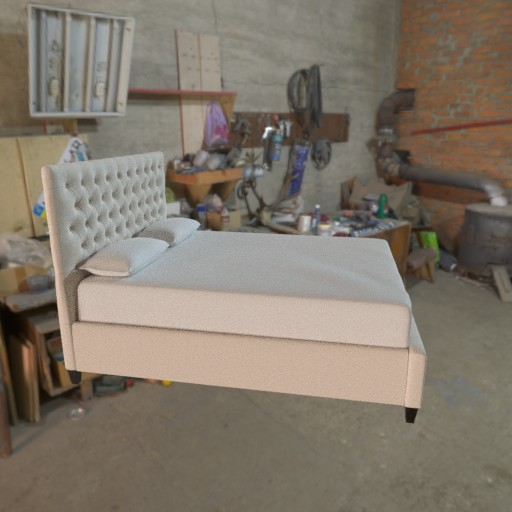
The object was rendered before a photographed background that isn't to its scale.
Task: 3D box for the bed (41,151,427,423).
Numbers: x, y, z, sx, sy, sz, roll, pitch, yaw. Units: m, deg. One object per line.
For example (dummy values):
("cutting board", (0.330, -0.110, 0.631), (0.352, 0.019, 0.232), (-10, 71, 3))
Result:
("bed", (0.000, 0.000, 3.316), (2.233, 1.426, 1.696), (3, 16, 11))
